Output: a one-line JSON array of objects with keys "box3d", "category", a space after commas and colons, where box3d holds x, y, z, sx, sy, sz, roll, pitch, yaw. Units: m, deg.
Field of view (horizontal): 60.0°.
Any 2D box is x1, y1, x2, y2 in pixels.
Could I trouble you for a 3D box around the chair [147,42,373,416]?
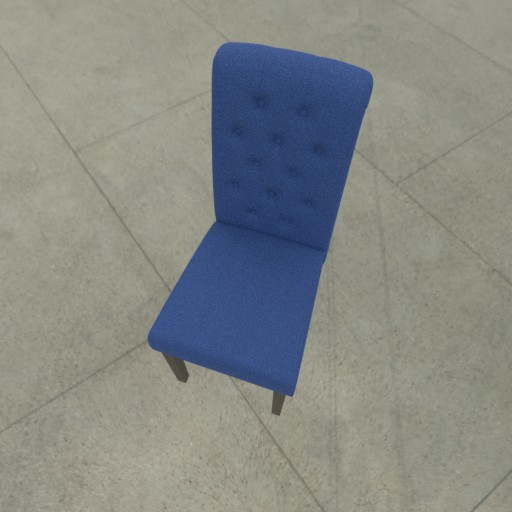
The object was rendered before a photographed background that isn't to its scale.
[{"box3d": [0.000, 0.000, 1.371, 0.456, 1.006, 0.671, 16, 59, 10], "category": "chair"}]
